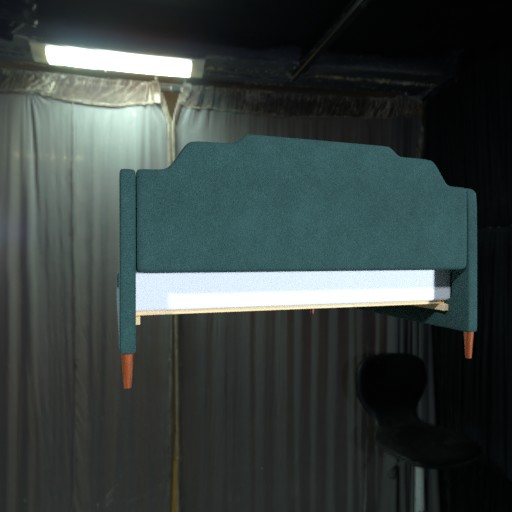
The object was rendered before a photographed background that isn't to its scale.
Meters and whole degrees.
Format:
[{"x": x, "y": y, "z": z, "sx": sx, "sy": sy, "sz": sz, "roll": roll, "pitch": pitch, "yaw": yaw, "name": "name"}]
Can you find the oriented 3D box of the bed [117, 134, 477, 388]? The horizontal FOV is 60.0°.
[{"x": 0.000, "y": 0.000, "z": 3.477, "sx": 2.074, "sy": 1.245, "sz": 2.340, "roll": 0, "pitch": 0, "yaw": -18, "name": "bed"}]
